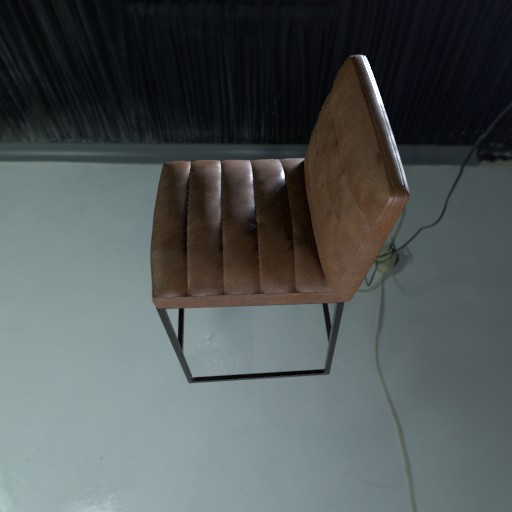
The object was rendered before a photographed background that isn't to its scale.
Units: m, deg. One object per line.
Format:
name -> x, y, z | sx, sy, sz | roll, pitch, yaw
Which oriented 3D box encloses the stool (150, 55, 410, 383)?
stool -> 0.000, 0.000, 1.358 | 0.562, 1.065, 0.463 | -3, 58, -2
